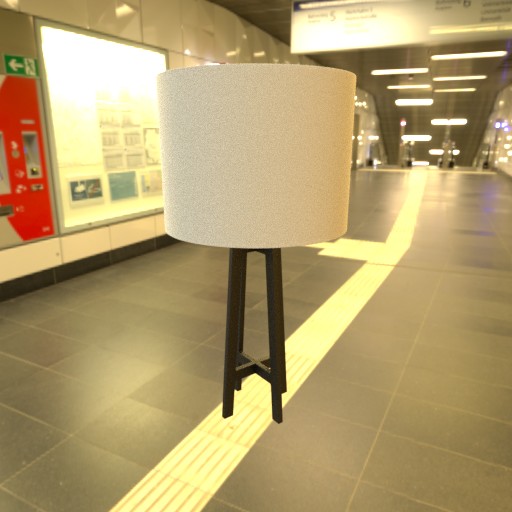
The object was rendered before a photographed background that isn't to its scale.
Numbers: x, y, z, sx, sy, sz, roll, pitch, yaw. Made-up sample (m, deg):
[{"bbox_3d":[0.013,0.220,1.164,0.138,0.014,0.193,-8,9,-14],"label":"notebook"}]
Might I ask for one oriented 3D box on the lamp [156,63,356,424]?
[{"bbox_3d":[0.000,0.000,0.645,0.257,0.489,0.257,2,15,8],"label":"lamp"}]
